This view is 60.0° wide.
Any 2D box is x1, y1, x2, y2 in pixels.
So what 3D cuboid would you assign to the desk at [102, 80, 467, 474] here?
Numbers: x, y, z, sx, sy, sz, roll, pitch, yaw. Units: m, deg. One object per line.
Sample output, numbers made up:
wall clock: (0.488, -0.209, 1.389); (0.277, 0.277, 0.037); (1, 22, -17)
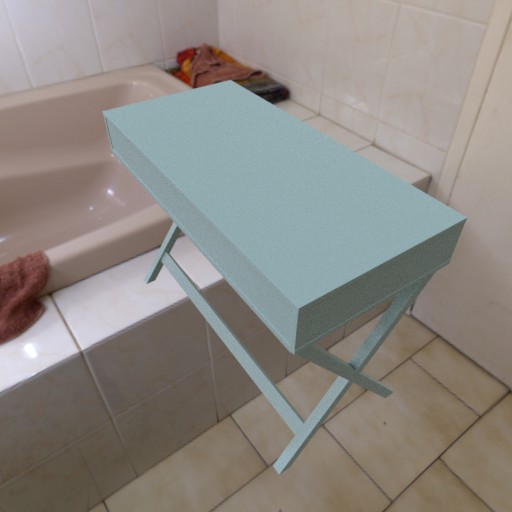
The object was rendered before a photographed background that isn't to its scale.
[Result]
desk: (0.000, 0.000, 1.526); (0.525, 0.780, 1.057); (-24, 47, -25)
